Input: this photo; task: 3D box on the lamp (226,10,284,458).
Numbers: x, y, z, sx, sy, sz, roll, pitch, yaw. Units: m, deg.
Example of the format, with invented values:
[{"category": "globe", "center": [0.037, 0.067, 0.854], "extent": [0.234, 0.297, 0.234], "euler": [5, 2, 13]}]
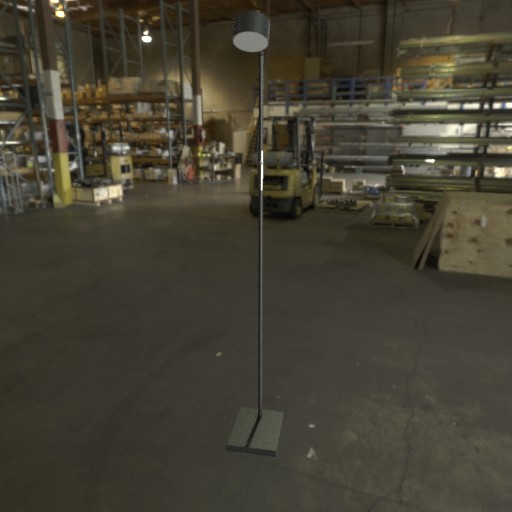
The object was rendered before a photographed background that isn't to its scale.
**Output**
[{"category": "lamp", "center": [0.000, 0.000, 1.666], "extent": [0.203, 1.600, 0.304], "euler": [3, 15, 10]}]
